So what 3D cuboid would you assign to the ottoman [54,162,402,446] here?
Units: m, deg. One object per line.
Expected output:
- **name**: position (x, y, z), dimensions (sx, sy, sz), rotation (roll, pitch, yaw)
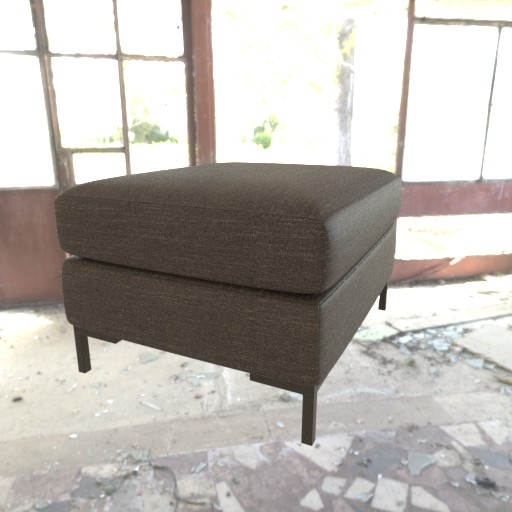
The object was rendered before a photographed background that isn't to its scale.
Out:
- **ottoman**: position (0.000, 0.000, 1.249), dimensions (0.671, 0.490, 0.820), rotation (8, 18, 25)
